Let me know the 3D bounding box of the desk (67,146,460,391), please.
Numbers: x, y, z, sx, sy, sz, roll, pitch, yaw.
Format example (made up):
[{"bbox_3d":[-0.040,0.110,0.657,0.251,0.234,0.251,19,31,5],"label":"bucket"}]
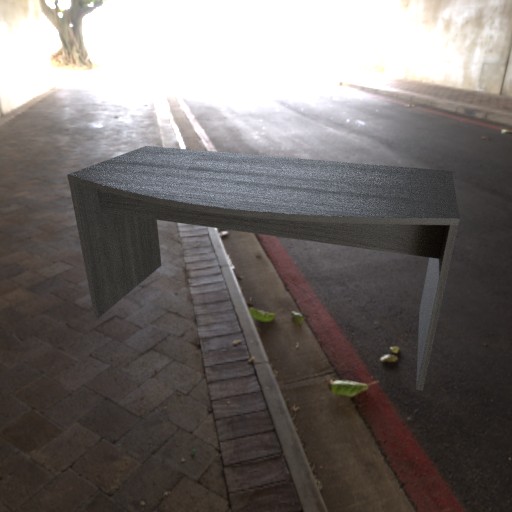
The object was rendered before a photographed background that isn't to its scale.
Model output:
[{"bbox_3d":[0.000,0.000,2.074,1.600,0.750,0.802,9,27,17],"label":"desk"}]
